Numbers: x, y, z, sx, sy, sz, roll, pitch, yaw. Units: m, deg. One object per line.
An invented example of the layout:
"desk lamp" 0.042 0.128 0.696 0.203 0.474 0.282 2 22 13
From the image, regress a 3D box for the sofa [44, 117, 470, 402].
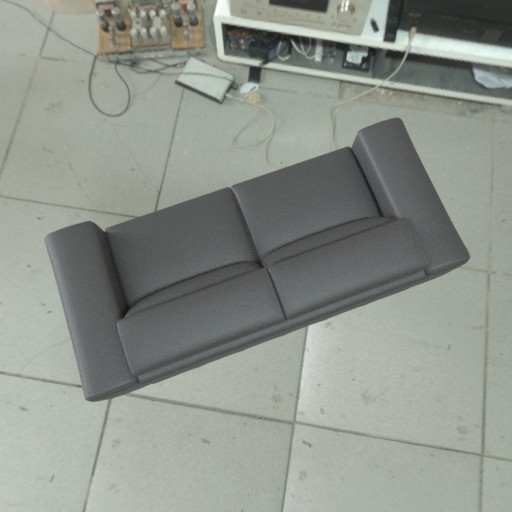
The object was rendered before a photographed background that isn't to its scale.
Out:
"sofa" 0.000 0.000 2.773 2.321 0.759 1.023 -20 76 -5
